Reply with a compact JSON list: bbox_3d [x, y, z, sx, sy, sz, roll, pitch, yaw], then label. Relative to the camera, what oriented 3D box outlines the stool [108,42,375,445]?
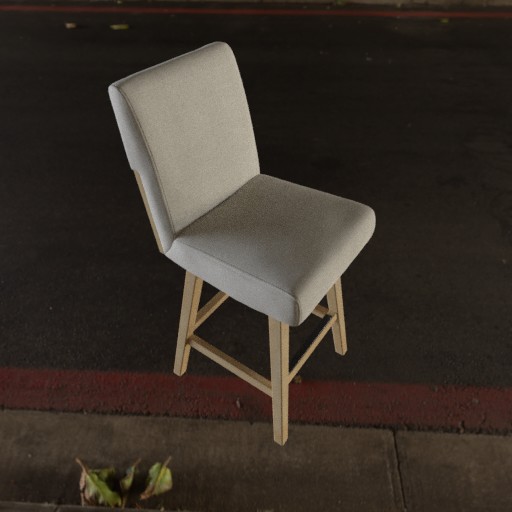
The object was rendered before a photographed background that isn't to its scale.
[{"bbox_3d":[0.000,0.000,1.294,0.543,1.015,0.446,25,48,25],"label":"stool"}]
